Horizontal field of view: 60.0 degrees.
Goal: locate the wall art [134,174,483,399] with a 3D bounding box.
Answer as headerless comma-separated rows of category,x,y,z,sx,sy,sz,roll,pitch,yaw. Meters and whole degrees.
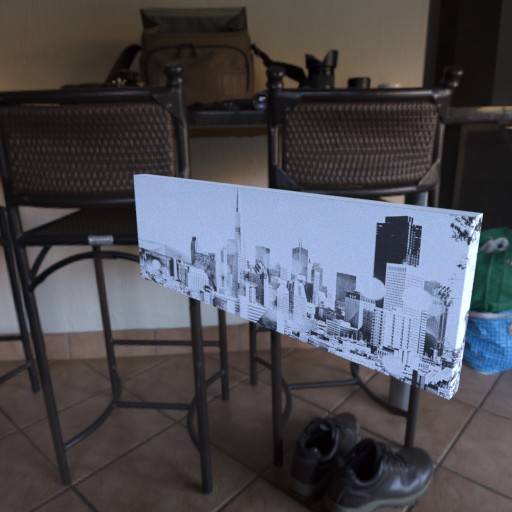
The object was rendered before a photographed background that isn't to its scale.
wall art,0.000,0.000,0.842,0.766,0.256,0.036,15,21,41
